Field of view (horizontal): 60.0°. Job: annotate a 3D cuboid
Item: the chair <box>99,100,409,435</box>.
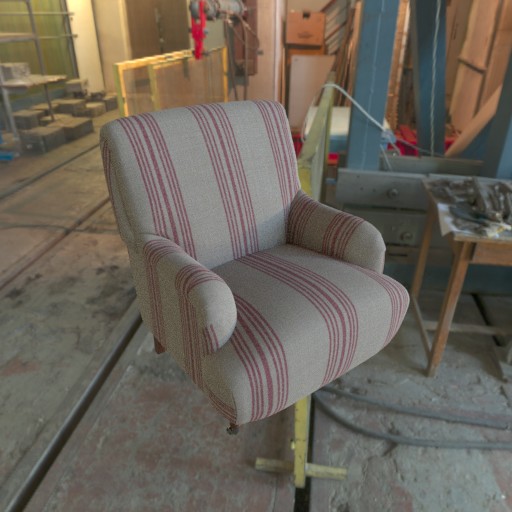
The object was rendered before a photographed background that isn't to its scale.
[{"bbox_3d":[0.000,0.000,1.888,0.933,1.123,1.058,-19,34,-31],"label":"chair"}]
